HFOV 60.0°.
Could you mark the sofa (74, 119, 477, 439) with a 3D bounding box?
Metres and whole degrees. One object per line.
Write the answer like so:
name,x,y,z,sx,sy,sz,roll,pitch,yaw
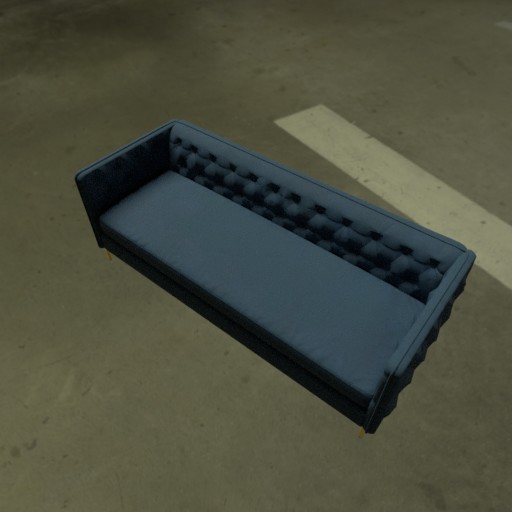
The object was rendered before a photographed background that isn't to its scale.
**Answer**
sofa,0.000,0.000,2.718,2.209,0.771,0.895,30,53,26
